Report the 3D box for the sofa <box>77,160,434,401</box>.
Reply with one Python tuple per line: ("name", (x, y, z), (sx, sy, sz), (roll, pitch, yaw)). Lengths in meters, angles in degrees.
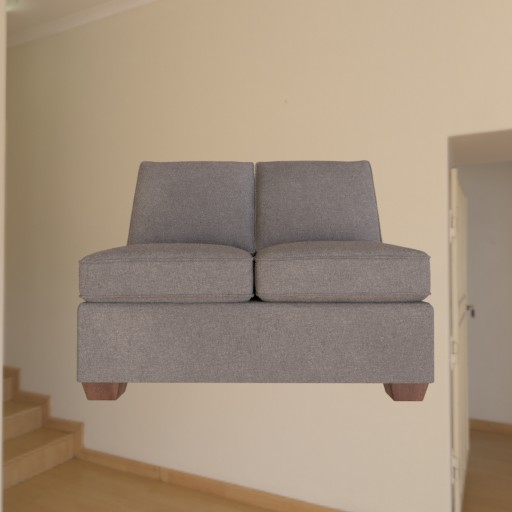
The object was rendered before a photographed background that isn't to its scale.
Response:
("sofa", (0.000, 0.000, 1.956), (1.237, 1.008, 0.951), (0, -1, 1))
